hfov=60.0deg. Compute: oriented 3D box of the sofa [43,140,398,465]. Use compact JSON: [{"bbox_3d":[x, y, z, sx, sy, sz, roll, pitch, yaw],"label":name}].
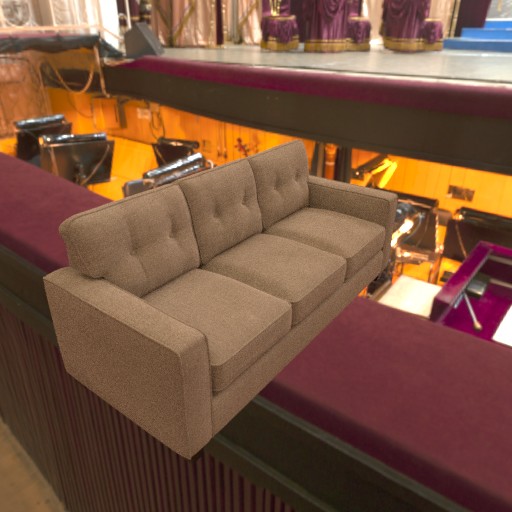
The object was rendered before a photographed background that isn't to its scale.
[{"bbox_3d":[0.000,0.000,2.641,0.939,0.965,2.133,19,33,32],"label":"sofa"}]
